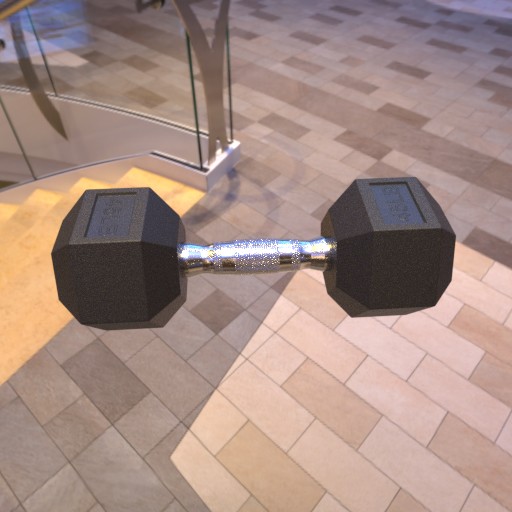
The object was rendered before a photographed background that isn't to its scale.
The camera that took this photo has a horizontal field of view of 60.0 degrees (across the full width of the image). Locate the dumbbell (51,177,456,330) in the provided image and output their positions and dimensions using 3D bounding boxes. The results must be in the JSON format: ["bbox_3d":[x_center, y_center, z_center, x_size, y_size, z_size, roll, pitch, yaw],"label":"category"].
[{"bbox_3d":[0.000,0.000,0.430,0.356,0.123,0.141,-3,46,-2],"label":"dumbbell"}]
